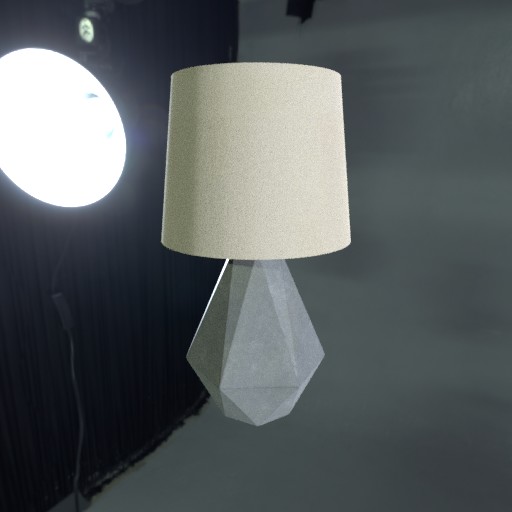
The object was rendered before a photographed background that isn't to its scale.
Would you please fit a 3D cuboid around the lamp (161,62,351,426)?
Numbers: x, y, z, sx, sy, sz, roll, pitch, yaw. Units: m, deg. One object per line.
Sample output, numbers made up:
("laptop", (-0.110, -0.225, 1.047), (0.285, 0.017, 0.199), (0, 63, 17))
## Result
("lamp", (0.000, 0.000, 0.666), (0.276, 0.501, 0.276), (0, 14, 0))
